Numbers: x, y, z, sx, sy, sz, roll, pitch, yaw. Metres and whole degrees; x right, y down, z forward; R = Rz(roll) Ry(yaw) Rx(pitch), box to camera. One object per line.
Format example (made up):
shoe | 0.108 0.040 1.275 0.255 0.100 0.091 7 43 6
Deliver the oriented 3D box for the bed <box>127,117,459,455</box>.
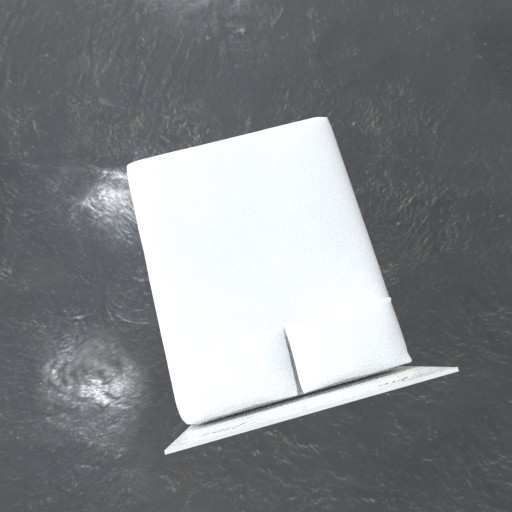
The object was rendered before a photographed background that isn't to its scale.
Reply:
bed | 0.000 0.000 3.200 1.745 1.335 2.094 -15 77 -4
